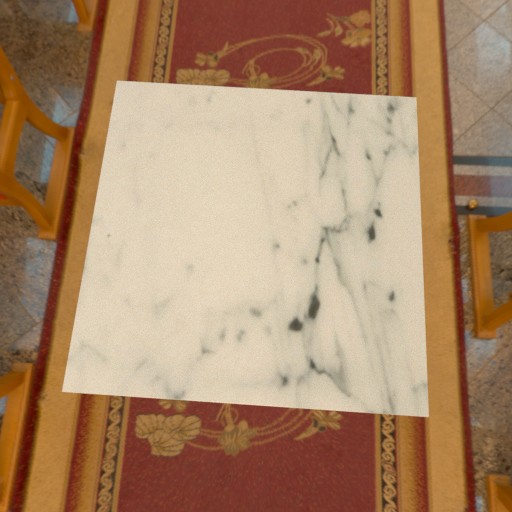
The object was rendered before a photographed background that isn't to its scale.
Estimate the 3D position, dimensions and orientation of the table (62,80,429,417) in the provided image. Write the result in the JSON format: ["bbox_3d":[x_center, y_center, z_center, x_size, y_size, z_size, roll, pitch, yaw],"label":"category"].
[{"bbox_3d":[0.000,0.000,1.288,0.800,0.450,0.800,4,74,1],"label":"table"}]
